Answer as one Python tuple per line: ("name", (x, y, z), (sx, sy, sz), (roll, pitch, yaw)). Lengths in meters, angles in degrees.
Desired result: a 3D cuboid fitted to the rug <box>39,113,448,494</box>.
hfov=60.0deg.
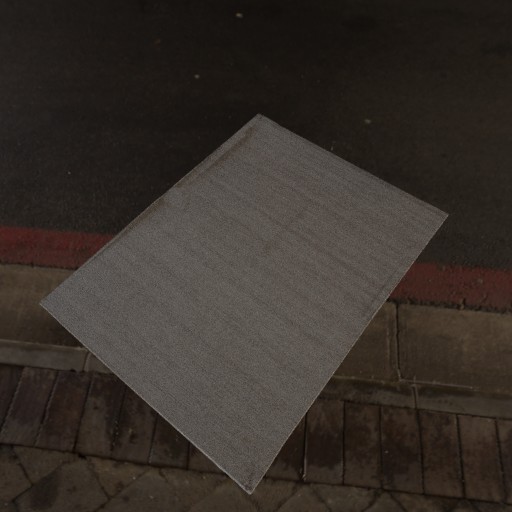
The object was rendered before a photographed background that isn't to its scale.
("rug", (0.000, 0.000, 4.974), (2.873, 0.053, 3.778), (34, 64, 19))
